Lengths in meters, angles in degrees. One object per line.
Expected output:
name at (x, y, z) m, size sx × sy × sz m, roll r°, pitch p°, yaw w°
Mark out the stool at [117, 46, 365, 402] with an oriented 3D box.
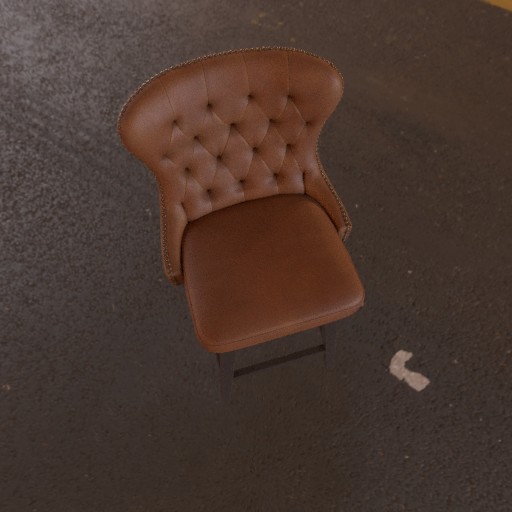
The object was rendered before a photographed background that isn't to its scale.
stool at (0.000, 0.000, 1.306) m, size 0.528 × 0.971 × 0.593 m, roll -15°, pitch 65°, yaw -7°
